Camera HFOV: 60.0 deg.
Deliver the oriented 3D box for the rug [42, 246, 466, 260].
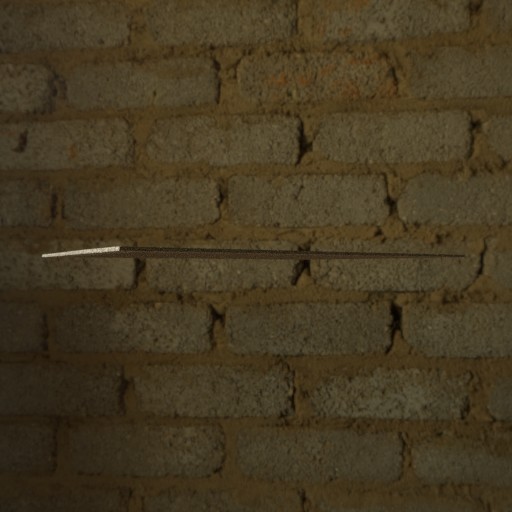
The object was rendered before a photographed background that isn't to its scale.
[{"bbox_3d":[0.000,0.000,2.877,2.297,0.018,1.532,1,-1,-35],"label":"rug"}]
